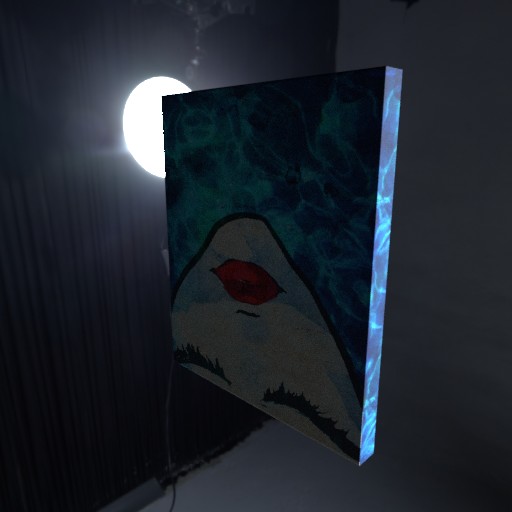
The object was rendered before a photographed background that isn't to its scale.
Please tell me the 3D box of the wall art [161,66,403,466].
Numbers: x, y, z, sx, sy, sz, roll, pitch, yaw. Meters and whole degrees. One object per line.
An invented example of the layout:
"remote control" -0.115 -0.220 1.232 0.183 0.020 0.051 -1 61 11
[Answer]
"wall art" 0.000 0.000 0.701 0.432 0.508 0.038 14 20 43
